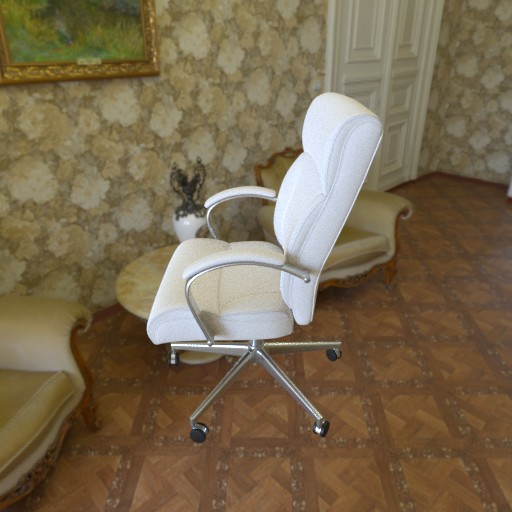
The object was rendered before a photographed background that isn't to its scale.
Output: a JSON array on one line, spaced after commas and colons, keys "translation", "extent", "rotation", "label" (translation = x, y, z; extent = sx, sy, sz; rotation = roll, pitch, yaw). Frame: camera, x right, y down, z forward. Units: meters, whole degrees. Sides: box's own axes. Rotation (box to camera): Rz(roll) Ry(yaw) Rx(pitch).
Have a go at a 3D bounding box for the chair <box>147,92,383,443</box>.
[{"translation": [0.000, 0.000, 1.616], "extent": [0.745, 1.099, 0.727], "rotation": [0, 25, 0], "label": "chair"}]
